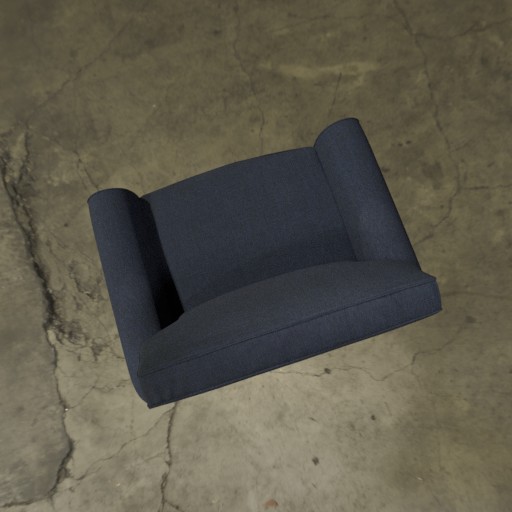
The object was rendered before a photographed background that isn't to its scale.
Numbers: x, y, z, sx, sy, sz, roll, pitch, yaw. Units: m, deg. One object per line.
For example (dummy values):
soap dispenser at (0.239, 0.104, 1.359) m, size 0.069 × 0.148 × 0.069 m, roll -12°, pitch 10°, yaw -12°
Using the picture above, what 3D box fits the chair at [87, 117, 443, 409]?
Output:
chair at (0.000, 0.000, 1.979) m, size 1.285 × 1.044 × 0.963 m, roll -17°, pitch 78°, yaw -4°
